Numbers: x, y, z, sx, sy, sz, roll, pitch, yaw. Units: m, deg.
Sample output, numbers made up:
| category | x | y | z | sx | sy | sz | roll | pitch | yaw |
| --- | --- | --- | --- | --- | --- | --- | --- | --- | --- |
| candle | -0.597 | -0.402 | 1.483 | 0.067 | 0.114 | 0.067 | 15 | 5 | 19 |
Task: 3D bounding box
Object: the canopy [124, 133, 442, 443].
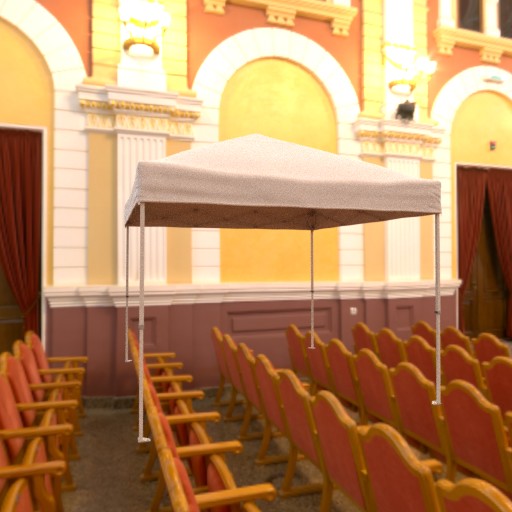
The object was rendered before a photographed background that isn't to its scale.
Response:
| category | x | y | z | sx | sy | sz | roll | pitch | yaw |
| --- | --- | --- | --- | --- | --- | --- | --- | --- | --- |
| canopy | 0.000 | 0.000 | 5.416 | 2.996 | 2.997 | 2.998 | 0 | 0 | -18 |
